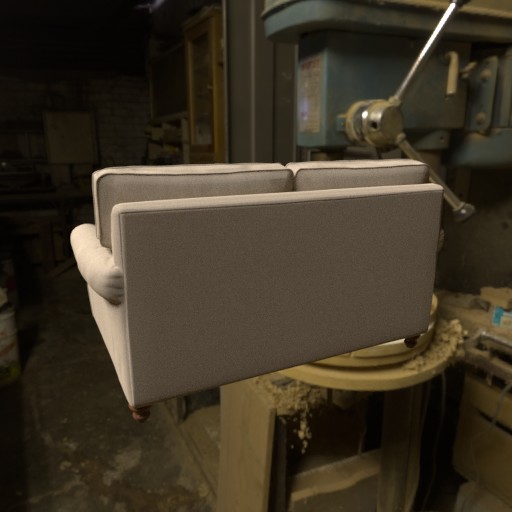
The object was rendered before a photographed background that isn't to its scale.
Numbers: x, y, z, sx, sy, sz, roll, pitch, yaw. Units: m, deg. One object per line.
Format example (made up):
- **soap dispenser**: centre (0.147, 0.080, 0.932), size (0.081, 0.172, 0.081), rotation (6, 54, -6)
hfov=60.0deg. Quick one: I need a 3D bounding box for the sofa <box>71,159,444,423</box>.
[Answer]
- **sofa**: centre (0.000, 0.000, 2.199), size (1.665, 0.937, 0.964), rotation (-7, 17, -26)
